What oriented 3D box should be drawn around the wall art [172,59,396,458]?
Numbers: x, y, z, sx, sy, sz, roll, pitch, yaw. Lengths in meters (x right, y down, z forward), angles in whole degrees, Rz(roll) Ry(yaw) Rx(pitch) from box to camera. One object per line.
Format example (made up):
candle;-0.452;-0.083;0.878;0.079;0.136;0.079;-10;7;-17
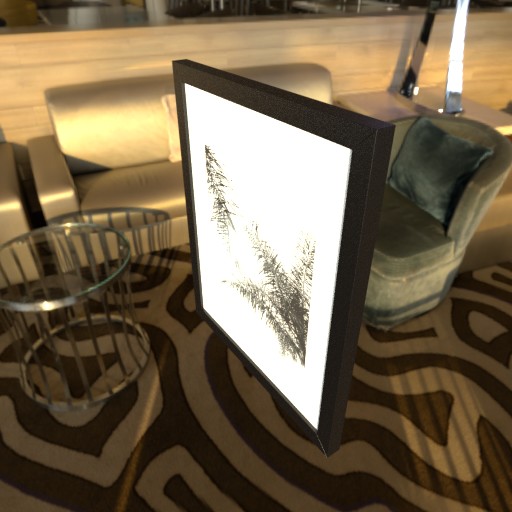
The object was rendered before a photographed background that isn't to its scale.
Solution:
wall art;0.000;0.000;0.755;0.028;0.557;0.457;-21;39;-29
